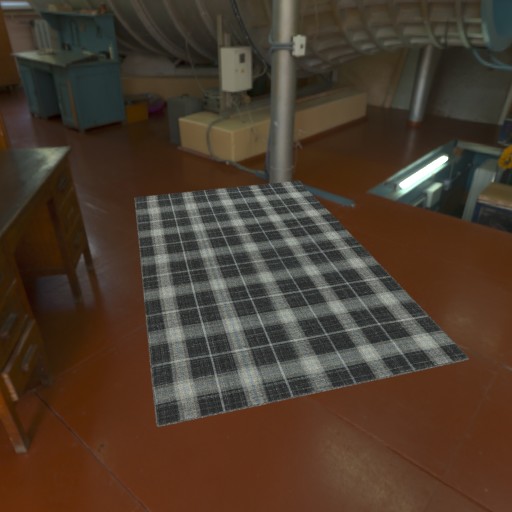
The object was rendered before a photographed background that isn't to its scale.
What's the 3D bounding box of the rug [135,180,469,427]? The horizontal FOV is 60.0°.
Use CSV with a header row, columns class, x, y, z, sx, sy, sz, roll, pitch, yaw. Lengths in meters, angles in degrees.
class,x,y,z,sx,sy,sz,roll,pitch,yaw
rug,0.000,0.000,3.007,1.520,0.015,2.434,-8,32,-13
